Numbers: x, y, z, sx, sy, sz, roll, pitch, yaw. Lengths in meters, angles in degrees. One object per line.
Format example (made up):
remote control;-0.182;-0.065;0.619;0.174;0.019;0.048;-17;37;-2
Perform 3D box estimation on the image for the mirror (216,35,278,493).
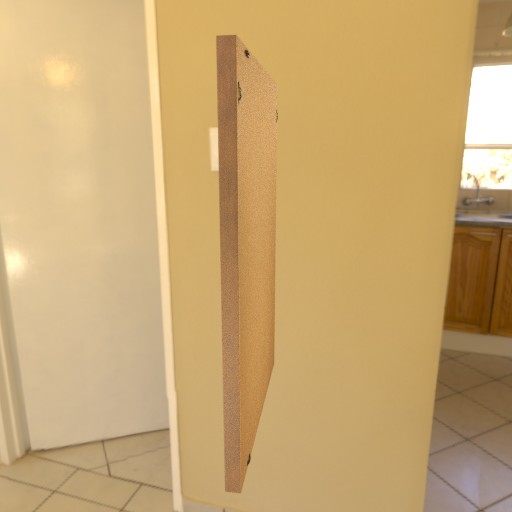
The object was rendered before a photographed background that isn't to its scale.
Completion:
mirror;0.000;0.000;1.149;0.040;0.915;0.609;2;14;9
